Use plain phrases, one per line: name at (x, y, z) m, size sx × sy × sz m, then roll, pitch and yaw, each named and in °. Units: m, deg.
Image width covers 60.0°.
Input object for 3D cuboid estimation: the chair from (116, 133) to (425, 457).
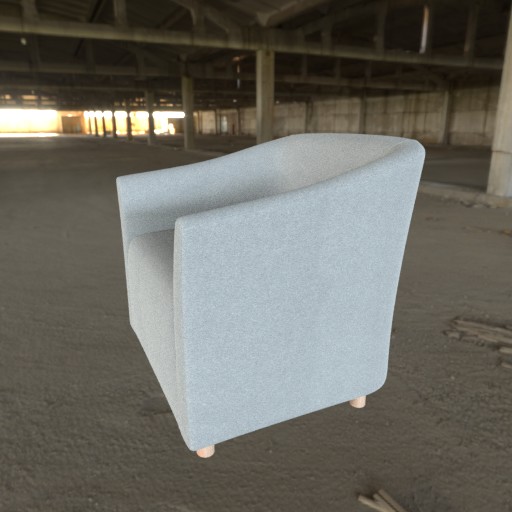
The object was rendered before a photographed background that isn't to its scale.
chair at (0.000, 0.000, 1.363) m, size 0.700 × 0.720 × 0.790 m, roll -8°, pitch 18°, yaw -24°
